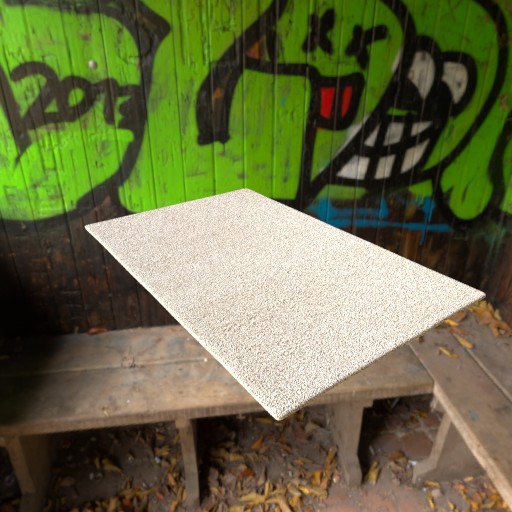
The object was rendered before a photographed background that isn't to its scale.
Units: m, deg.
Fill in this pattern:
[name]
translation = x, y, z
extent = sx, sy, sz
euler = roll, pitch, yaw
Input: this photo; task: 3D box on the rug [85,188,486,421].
[rug]
translation = 0.000, 0.000, 3.442
extent = 1.778, 0.030, 2.743
euler = -19, 32, -32
